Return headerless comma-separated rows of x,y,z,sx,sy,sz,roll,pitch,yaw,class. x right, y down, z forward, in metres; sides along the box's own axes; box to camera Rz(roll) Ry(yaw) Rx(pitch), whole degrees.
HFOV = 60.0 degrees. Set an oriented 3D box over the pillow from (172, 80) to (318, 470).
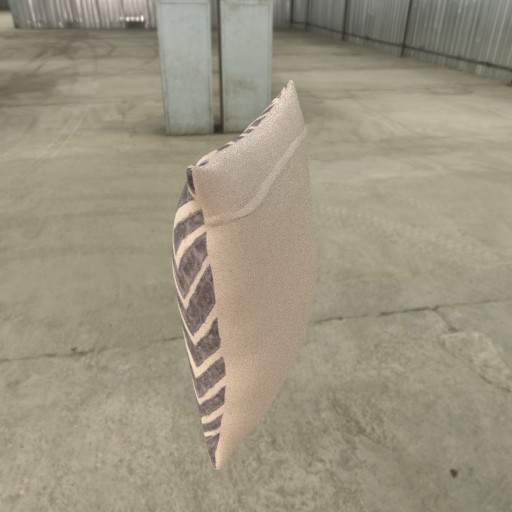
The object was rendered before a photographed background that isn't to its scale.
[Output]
0.000,0.000,0.673,0.182,0.441,0.440,8,32,14,pillow
